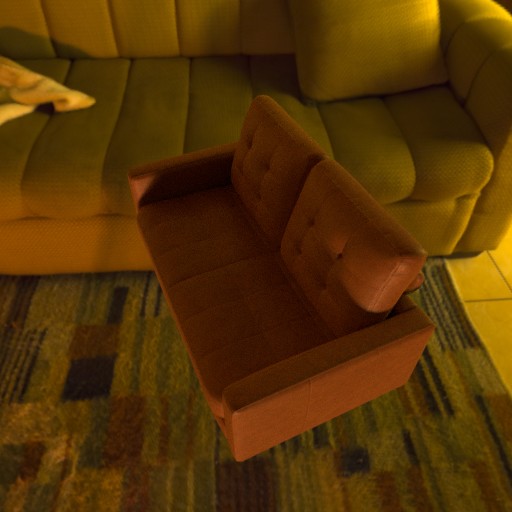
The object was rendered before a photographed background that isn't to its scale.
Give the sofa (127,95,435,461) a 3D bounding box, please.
[{"bbox_3d":[0.000,0.000,2.008,0.868,0.898,1.430,-18,49,-17],"label":"sofa"}]
